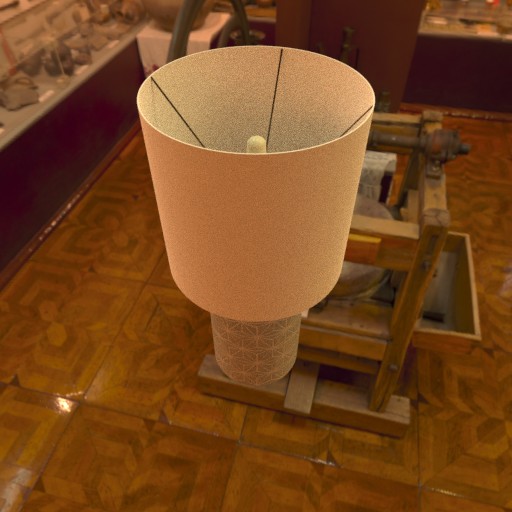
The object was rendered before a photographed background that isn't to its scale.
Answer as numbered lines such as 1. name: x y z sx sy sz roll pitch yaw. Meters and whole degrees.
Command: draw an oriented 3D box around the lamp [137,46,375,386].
1. lamp: 0.000 0.000 0.538 0.206 0.416 0.206 11 46 11
